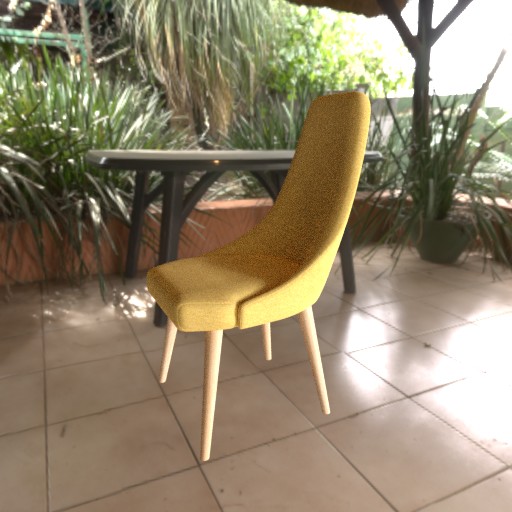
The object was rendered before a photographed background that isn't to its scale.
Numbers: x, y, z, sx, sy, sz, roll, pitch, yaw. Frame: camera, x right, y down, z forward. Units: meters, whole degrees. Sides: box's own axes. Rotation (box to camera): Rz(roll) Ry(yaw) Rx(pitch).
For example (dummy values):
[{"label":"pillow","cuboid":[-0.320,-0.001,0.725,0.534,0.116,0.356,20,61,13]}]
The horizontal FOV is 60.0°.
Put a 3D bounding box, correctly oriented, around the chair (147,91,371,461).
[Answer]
[{"label":"chair","cuboid":[0.000,0.000,1.469,0.660,1.040,0.510,-7,17,-26]}]
